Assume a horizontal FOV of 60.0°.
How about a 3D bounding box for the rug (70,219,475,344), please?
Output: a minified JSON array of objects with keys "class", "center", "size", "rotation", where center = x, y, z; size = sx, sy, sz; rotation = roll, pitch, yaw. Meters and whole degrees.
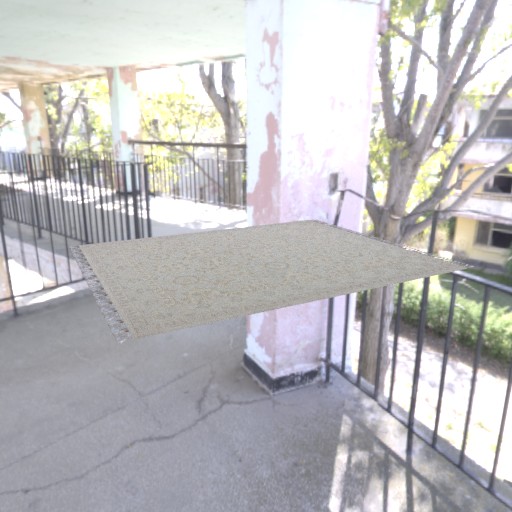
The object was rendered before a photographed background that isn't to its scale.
[{"class":"rug","center":[0.000,0.000,4.179],"size":[3.043,0.013,2.444],"rotation":[-8,18,-27]}]
